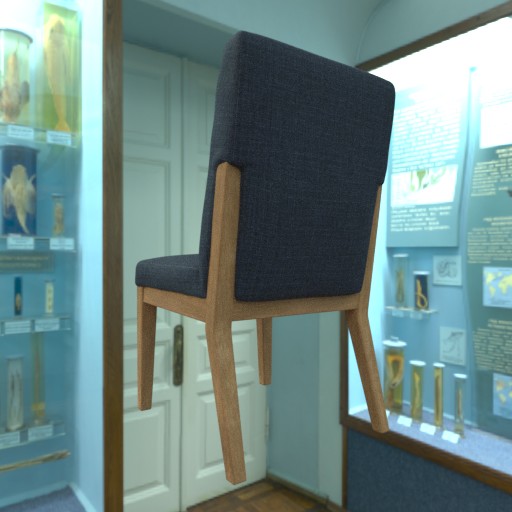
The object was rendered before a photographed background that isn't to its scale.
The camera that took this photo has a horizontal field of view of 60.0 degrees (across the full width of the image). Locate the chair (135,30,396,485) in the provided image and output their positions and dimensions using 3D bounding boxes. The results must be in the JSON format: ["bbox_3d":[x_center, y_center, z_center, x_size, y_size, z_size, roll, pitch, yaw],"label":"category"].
[{"bbox_3d":[0.000,0.000,1.232,0.507,0.911,0.586,0,0,-35],"label":"chair"}]
